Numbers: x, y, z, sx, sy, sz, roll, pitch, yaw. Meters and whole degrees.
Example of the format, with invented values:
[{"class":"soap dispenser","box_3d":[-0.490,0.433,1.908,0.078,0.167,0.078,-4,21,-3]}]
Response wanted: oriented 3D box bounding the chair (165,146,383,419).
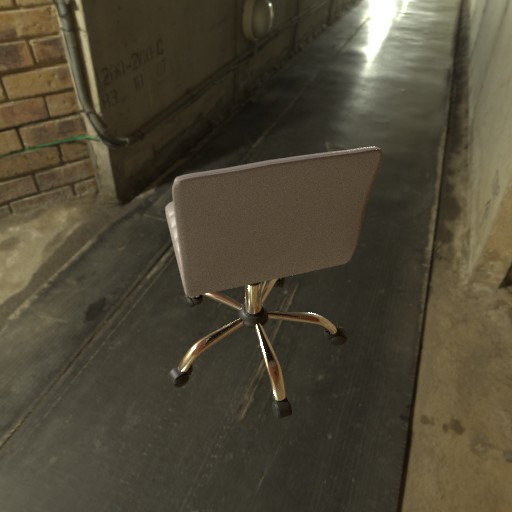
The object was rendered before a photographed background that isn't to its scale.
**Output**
[{"class":"chair","box_3d":[0.000,0.000,1.162,0.569,0.750,0.542,-11,42,-13]}]
